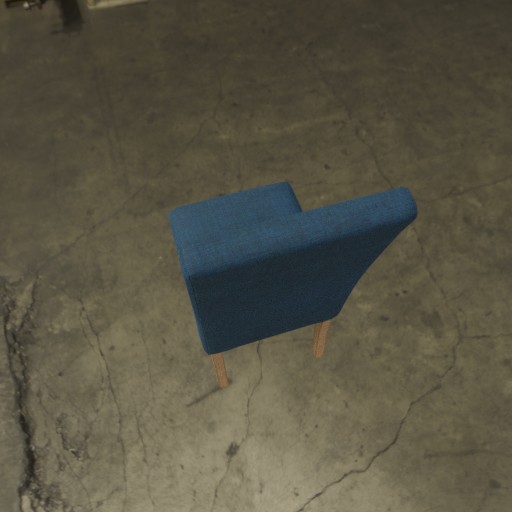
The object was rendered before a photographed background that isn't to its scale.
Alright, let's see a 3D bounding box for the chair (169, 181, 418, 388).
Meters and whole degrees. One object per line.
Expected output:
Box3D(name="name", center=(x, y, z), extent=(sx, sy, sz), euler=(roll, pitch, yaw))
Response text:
Box3D(name="chair", center=(0.000, 0.000, 1.338), extent=(0.450, 1.029, 0.610), euler=(-15, 59, -9))
